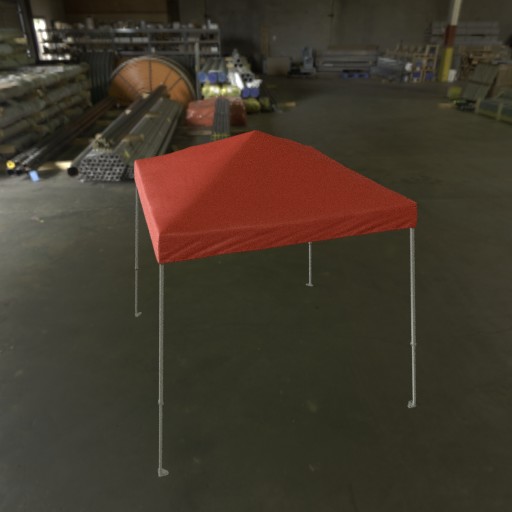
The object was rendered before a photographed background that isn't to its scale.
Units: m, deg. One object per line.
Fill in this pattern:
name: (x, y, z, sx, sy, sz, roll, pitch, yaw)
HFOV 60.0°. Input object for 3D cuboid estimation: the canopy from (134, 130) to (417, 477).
canopy: (0.000, 0.000, 5.134, 2.850, 2.850, 2.849, -8, 28, -16)
